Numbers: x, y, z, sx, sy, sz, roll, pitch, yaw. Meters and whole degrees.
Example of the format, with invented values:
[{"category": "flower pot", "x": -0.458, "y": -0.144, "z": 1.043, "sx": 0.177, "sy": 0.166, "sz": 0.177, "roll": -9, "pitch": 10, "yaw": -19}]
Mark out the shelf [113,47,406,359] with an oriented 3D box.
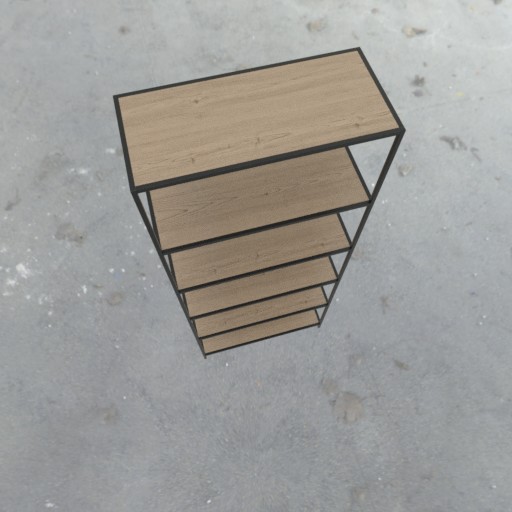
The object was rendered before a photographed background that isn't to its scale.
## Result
[{"category": "shelf", "x": 0.000, "y": 0.000, "z": 2.091, "sx": 0.770, "sy": 1.850, "sz": 0.350, "roll": -14, "pitch": 65, "yaw": -7}]
